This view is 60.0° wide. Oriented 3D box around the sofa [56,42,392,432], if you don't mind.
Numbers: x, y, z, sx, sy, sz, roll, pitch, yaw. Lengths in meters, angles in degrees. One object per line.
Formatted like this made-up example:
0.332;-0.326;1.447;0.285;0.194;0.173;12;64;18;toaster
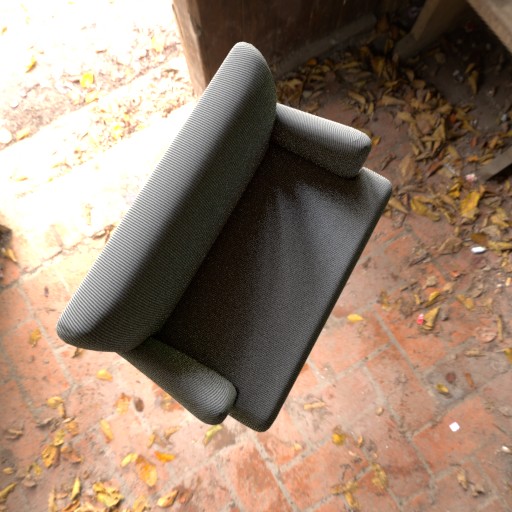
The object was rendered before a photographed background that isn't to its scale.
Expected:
0.000;0.000;1.832;0.779;0.889;1.297;29;80;6;sofa
